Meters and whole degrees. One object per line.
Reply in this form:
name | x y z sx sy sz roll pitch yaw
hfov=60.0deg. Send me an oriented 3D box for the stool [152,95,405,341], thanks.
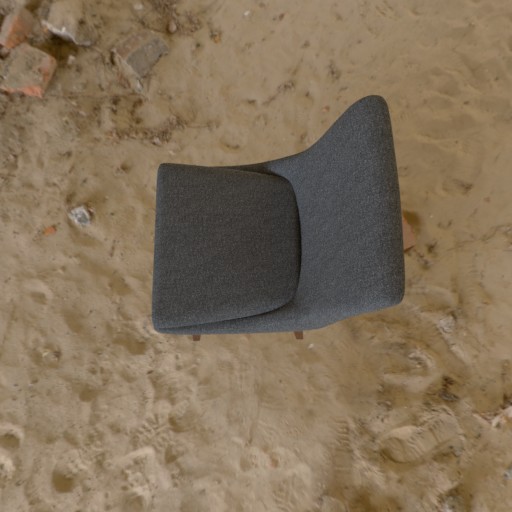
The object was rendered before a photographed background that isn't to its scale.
stool | 0.000 0.000 1.375 0.572 1.068 0.489 -1 77 0
